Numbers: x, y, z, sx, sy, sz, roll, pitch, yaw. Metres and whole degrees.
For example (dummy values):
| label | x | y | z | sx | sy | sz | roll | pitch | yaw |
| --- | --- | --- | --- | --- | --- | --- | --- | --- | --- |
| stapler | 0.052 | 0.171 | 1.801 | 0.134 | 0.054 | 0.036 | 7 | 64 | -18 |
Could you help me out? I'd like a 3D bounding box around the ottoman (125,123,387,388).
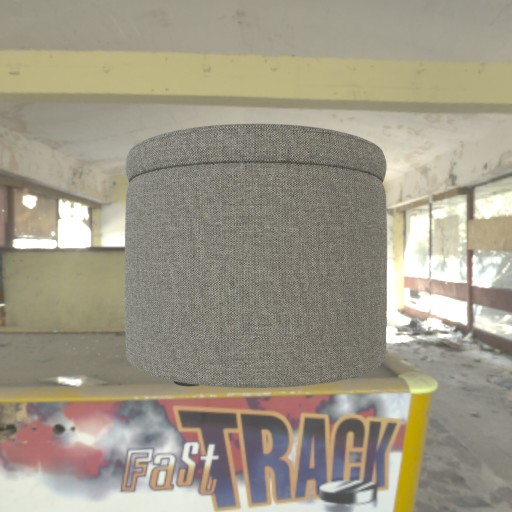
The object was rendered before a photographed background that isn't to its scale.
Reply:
| label | x | y | z | sx | sy | sz | roll | pitch | yaw |
| --- | --- | --- | --- | --- | --- | --- | --- | --- | --- |
| ottoman | 0.000 | 0.000 | 0.916 | 0.520 | 0.430 | 0.520 | 0 | 0 | 0 |
